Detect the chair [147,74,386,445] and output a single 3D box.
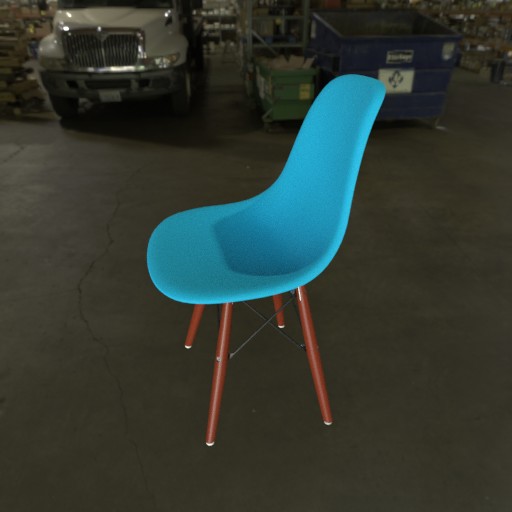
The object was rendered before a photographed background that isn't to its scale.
[{"bbox_3d":[0.000,0.000,1.121,0.533,0.826,0.470,-8,31,-14],"label":"chair"}]
